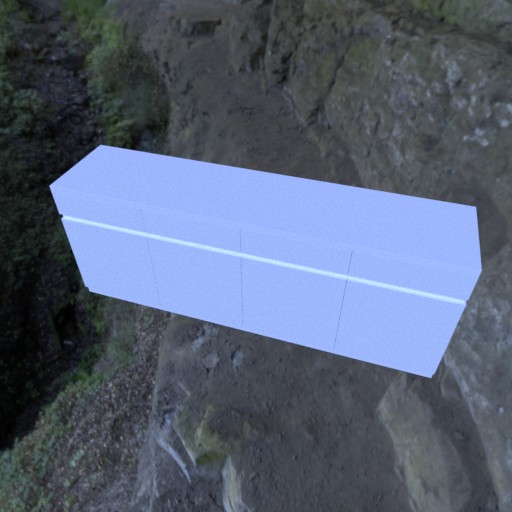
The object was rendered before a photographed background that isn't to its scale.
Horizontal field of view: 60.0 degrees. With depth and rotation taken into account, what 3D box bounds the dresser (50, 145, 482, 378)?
[{"bbox_3d":[0.000,0.000,2.613,2.200,0.840,0.500,12,43,13],"label":"dresser"}]
